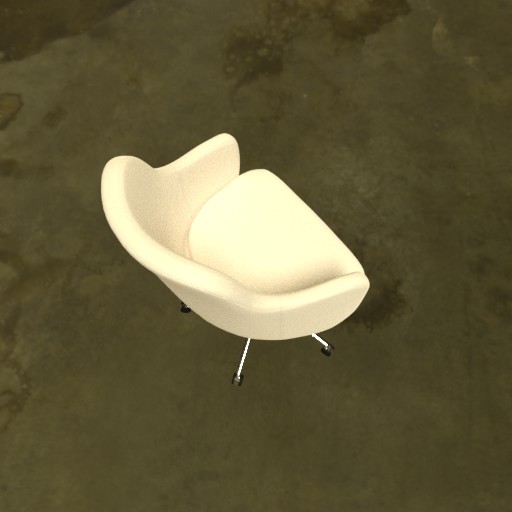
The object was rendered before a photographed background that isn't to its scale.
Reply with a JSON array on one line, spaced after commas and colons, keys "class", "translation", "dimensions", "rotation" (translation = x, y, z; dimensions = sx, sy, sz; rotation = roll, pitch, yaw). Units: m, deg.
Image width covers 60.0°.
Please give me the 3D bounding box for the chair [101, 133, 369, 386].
[{"class": "chair", "translation": [0.000, 0.000, 1.272], "dimensions": [0.647, 0.819, 0.602], "rotation": [-32, 65, -17]}]
